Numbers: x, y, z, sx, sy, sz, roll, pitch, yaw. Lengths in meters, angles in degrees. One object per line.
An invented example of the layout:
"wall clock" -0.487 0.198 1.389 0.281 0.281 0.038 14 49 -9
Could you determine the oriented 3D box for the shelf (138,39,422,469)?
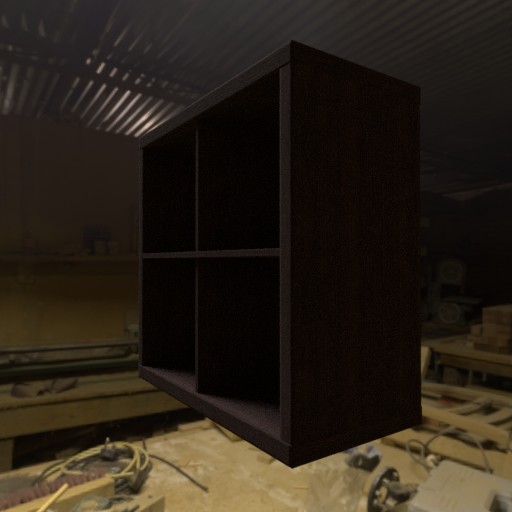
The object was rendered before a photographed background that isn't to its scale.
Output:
"shelf" 0.000 0.000 1.247 0.390 0.786 0.790 1 -1 -35
